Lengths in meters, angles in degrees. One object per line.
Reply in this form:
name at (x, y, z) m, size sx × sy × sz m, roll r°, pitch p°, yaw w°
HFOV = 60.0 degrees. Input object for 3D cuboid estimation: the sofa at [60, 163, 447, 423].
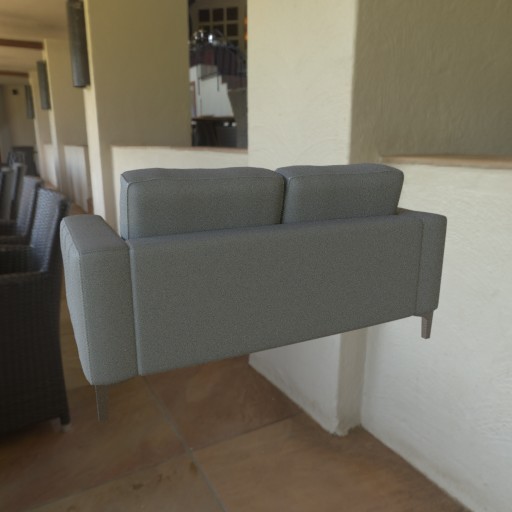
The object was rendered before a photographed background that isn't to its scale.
sofa at (0.000, 0.000, 2.185) m, size 1.726 × 0.893 × 0.833 m, roll -7°, pitch 16°, yaw -25°
